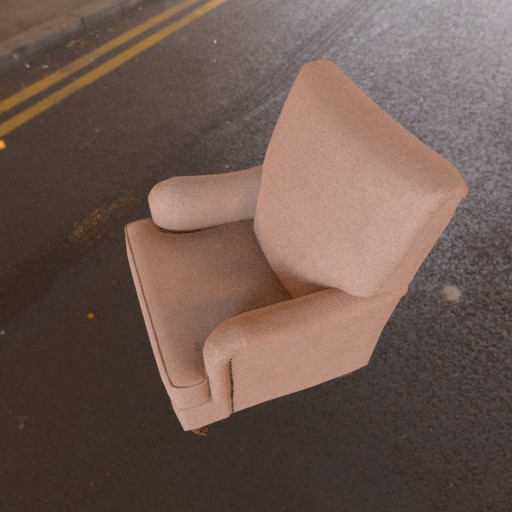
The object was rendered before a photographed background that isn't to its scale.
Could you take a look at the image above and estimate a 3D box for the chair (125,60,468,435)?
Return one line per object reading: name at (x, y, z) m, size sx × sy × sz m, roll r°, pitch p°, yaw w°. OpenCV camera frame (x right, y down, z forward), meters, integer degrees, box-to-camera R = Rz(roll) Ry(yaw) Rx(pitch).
chair at (0.000, 0.000, 1.749) m, size 0.953 × 1.119 × 0.879 m, roll -16°, pitch 50°, yaw -14°
